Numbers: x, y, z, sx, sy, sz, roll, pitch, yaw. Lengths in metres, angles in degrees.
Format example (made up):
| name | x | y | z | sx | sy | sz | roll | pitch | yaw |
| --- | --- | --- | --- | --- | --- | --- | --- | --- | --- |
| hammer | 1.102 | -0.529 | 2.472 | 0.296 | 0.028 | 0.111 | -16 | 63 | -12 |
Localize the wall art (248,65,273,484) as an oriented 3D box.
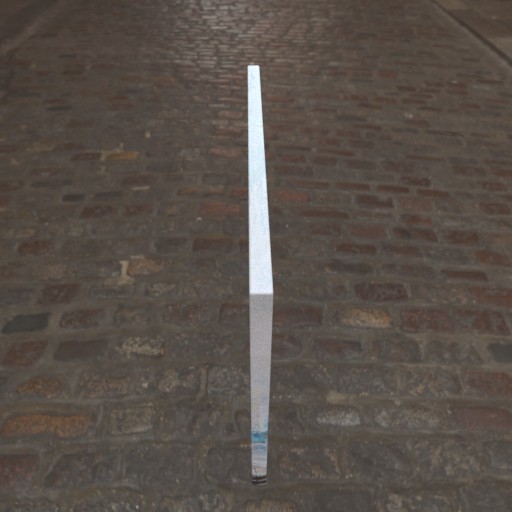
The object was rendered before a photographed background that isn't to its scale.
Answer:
| name | x | y | z | sx | sy | sz | roll | pitch | yaw |
| --- | --- | --- | --- | --- | --- | --- | --- | --- | --- |
| wall art | 0.000 | 0.000 | 1.326 | 0.038 | 0.762 | 1.016 | -1 | 42 | -1 |
